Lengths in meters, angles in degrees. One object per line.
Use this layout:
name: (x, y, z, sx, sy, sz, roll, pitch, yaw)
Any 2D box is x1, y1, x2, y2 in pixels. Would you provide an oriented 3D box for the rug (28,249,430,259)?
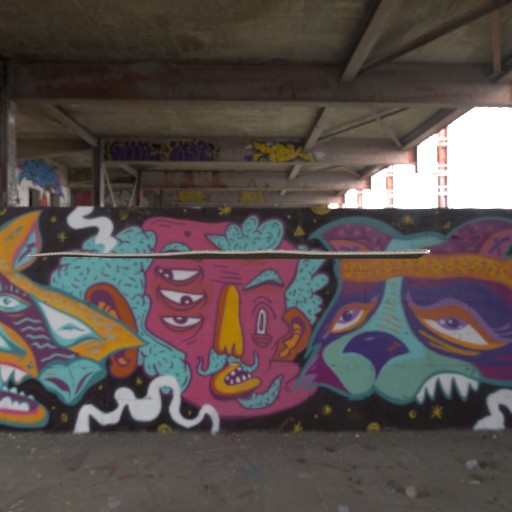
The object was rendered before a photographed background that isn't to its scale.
rug: (0.000, 0.000, 0.905, 0.642, 0.008, 0.551, 0, -1, 19)
